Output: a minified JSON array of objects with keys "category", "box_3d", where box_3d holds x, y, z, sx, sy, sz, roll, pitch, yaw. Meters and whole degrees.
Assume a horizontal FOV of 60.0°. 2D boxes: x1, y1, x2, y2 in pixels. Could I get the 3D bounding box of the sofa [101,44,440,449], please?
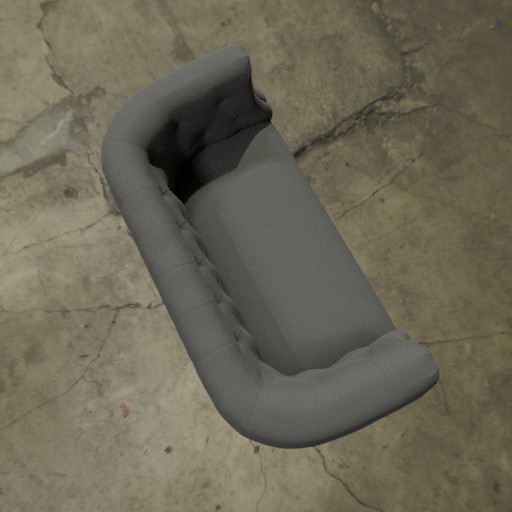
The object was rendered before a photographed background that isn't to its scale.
[{"category":"sofa","box_3d":[0.000,0.000,1.976,0.835,0.827,1.558,-27,77,-7]}]
